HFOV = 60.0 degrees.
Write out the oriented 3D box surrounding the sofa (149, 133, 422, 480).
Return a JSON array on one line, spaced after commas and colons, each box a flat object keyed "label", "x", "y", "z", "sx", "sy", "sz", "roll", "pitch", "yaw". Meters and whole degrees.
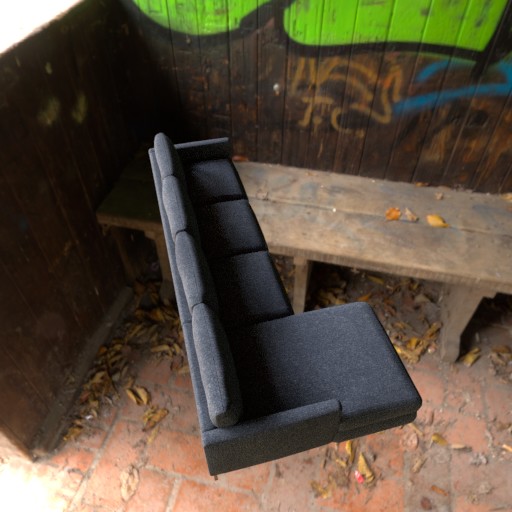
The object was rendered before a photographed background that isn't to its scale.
[{"label": "sofa", "x": 0.000, "y": 0.000, "z": 3.518, "sx": 1.350, "sy": 0.810, "sz": 2.932, "roll": -11, "pitch": 48, "yaw": -10}]
